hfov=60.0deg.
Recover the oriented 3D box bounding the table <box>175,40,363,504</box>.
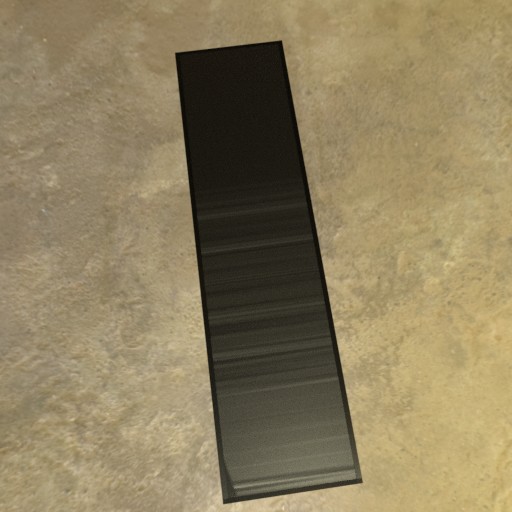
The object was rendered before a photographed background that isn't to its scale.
[{"bbox_3d":[0.000,0.000,1.611,0.399,0.395,1.486,-8,75,-2],"label":"table"}]
